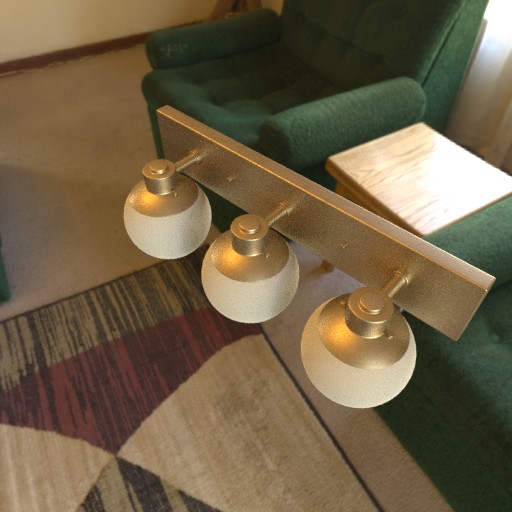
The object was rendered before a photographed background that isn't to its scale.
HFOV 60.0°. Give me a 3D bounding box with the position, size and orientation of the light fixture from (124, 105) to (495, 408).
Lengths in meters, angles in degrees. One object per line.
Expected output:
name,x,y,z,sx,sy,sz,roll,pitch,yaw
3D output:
light fixture,0.000,0.000,0.832,0.721,0.263,0.218,34,56,27
